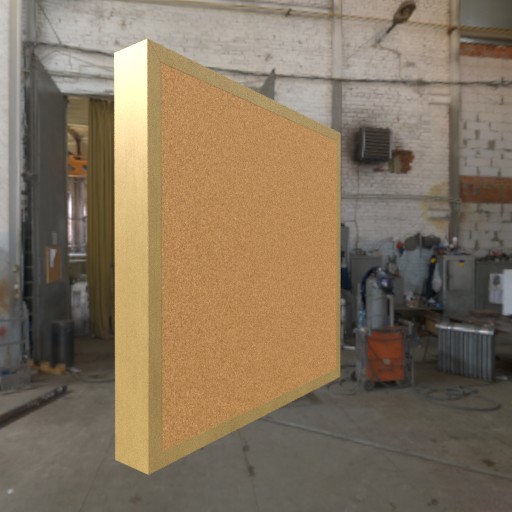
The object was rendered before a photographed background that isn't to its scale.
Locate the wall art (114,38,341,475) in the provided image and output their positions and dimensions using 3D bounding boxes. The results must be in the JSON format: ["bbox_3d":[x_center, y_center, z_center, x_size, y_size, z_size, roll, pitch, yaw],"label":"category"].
[{"bbox_3d":[0.000,0.000,0.443,0.038,0.305,0.305,0,1,36],"label":"wall art"}]
